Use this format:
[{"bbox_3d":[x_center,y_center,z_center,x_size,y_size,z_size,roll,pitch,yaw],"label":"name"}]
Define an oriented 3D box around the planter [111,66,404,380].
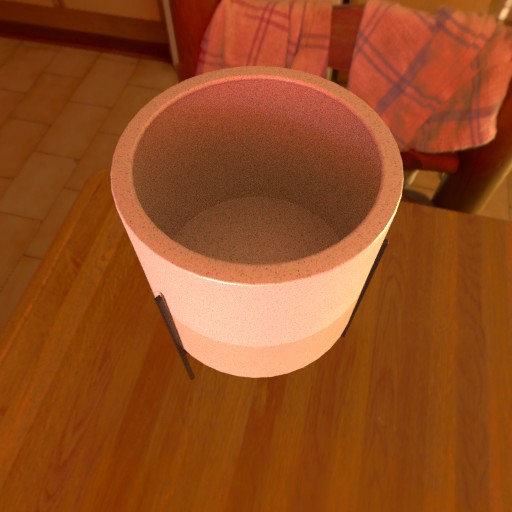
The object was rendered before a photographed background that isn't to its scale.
[{"bbox_3d":[0.000,0.000,0.751,0.359,0.484,0.368,-14,60,-8],"label":"planter"}]
